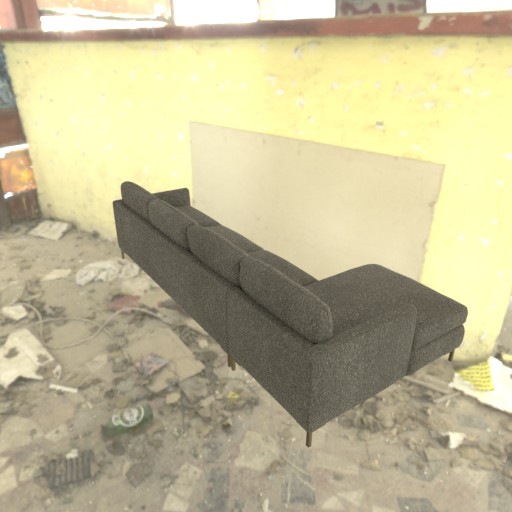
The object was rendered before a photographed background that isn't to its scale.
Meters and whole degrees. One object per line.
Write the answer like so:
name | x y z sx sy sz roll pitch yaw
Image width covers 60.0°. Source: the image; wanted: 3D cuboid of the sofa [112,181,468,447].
sofa | 0.000 0.000 3.576 1.350 0.810 2.932 -17 30 -31
